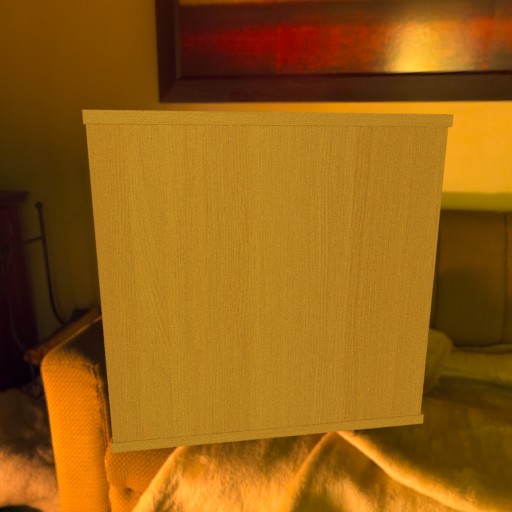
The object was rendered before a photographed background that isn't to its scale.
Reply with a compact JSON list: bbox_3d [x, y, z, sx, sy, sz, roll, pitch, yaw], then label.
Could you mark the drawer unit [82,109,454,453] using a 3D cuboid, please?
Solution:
[{"bbox_3d":[0.000,0.000,0.589,0.349,0.344,0.290,-2,14,-8],"label":"drawer unit"}]
